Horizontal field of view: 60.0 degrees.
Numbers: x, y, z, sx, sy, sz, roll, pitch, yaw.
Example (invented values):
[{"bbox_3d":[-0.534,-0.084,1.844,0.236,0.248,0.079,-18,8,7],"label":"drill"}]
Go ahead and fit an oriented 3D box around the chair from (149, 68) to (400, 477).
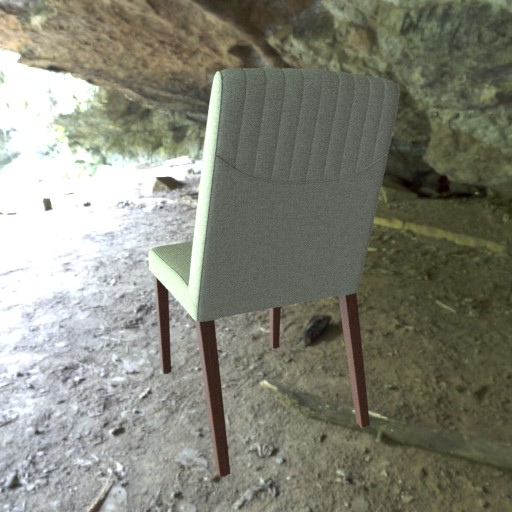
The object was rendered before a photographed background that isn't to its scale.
[{"bbox_3d":[0.000,0.000,1.233,0.480,0.900,0.594,-7,17,-25],"label":"chair"}]
